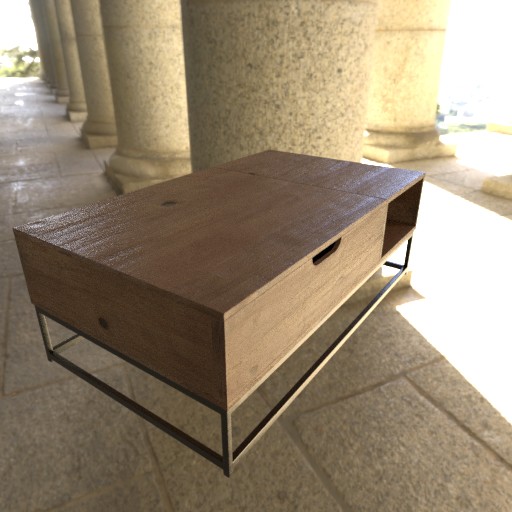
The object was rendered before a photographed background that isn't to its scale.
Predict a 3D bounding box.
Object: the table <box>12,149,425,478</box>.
[{"bbox_3d":[0.000,0.000,1.378,0.655,0.395,1.101,17,30,32],"label":"table"}]
